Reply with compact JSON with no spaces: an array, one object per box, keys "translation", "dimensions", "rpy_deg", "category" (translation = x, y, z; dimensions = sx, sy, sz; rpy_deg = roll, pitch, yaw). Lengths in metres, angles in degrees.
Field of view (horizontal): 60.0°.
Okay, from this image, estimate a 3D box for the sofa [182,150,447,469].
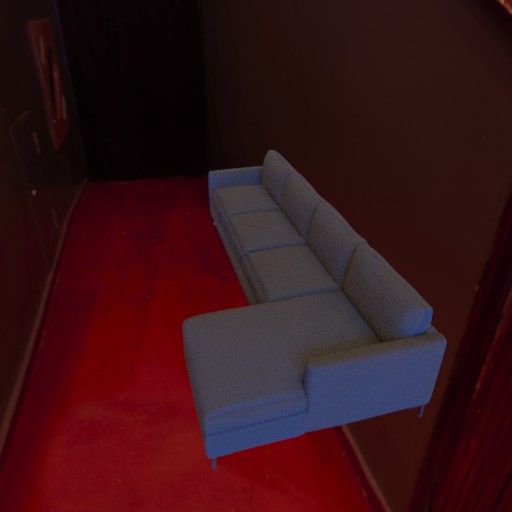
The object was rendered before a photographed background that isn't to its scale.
[{"translation":[0.000,0.000,3.251],"dimensions":[1.255,0.756,2.725],"rpy_deg":[-8,32,-13],"category":"sofa"}]
